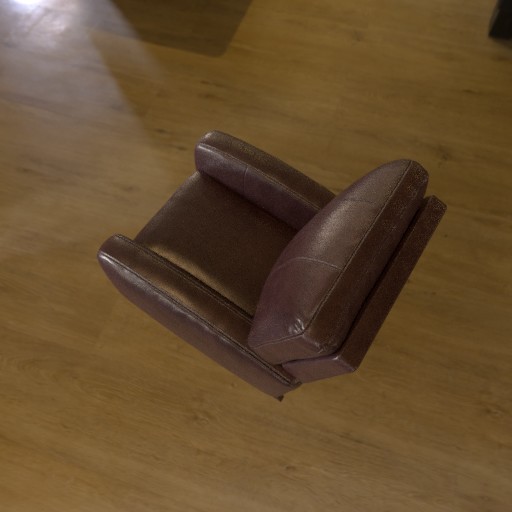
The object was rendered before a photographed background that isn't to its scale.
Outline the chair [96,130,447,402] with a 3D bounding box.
[{"bbox_3d":[0.000,0.000,1.691,0.990,0.990,0.762,31,68,14],"label":"chair"}]
